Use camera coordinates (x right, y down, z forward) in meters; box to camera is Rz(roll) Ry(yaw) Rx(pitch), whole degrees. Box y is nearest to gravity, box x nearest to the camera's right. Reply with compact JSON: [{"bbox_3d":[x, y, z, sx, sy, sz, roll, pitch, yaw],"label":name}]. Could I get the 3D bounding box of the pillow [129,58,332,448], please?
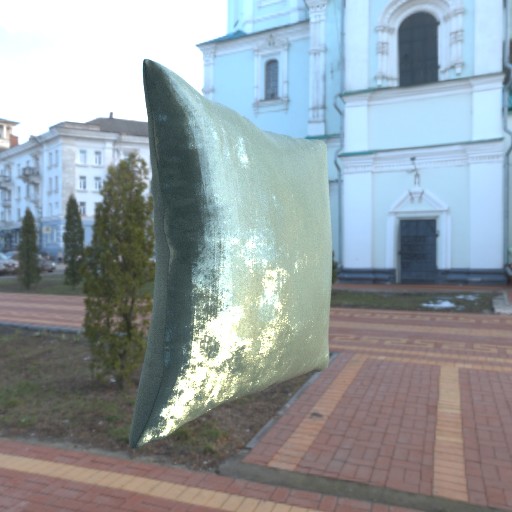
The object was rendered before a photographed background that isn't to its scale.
[{"bbox_3d":[0.000,0.000,0.709,0.175,0.464,0.470,0,0,36],"label":"pillow"}]
